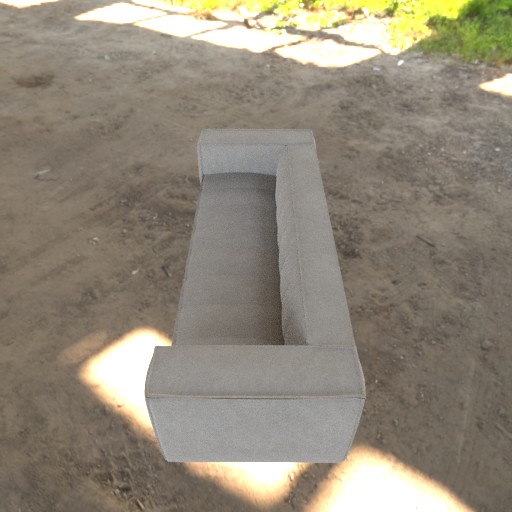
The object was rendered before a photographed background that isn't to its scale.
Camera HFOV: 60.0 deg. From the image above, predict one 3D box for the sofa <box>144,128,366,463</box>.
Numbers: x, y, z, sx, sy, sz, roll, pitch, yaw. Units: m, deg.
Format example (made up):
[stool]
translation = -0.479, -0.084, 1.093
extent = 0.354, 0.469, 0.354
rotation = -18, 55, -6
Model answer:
[sofa]
translation = 0.000, 0.000, 3.129
extent = 1.038, 0.680, 2.697
rotation = 0, 41, 0
